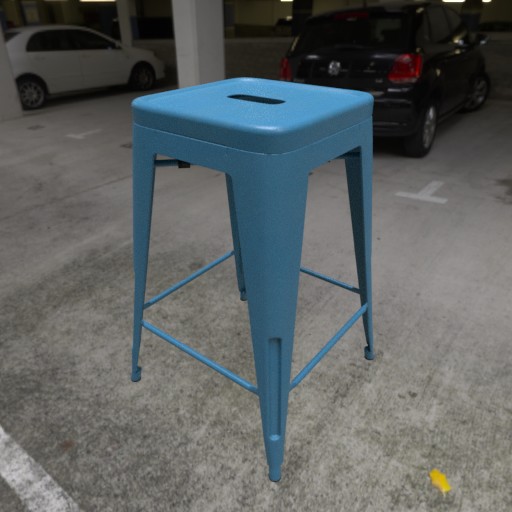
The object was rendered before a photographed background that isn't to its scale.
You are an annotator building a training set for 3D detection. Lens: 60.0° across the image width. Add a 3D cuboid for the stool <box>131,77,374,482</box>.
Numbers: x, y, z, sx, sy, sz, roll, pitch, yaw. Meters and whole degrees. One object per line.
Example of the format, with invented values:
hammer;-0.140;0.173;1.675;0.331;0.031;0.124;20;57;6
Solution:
stool;0.000;0.000;0.880;0.410;0.608;0.410;21;37;32
